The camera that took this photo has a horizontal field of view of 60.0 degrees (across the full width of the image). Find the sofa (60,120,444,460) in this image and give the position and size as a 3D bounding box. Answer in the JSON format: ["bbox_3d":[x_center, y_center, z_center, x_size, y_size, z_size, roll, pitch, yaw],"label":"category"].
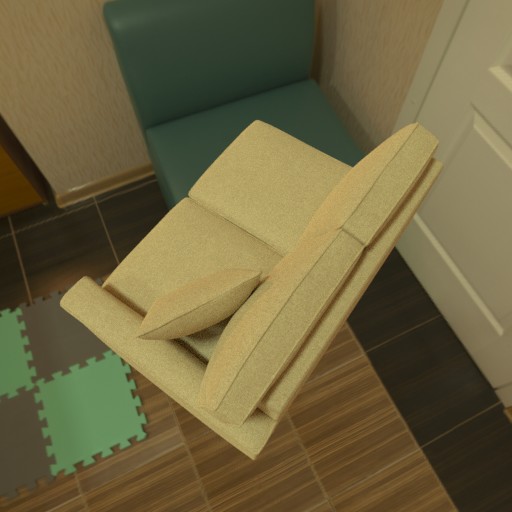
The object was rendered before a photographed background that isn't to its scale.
[{"bbox_3d":[0.000,0.000,2.023,0.991,0.989,1.388,33,68,15],"label":"sofa"}]
